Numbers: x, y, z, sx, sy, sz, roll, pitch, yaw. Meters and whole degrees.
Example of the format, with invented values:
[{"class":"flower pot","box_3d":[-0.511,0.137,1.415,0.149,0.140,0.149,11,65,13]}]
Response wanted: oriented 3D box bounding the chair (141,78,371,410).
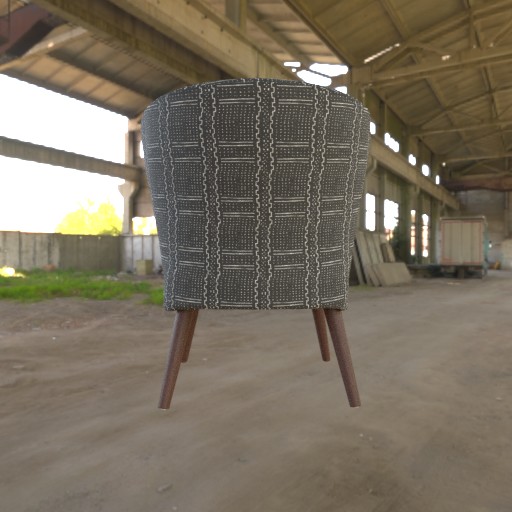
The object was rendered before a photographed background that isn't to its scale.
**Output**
[{"class":"chair","box_3d":[0.000,0.000,1.423,0.710,0.866,0.758,0,1,-2]}]
